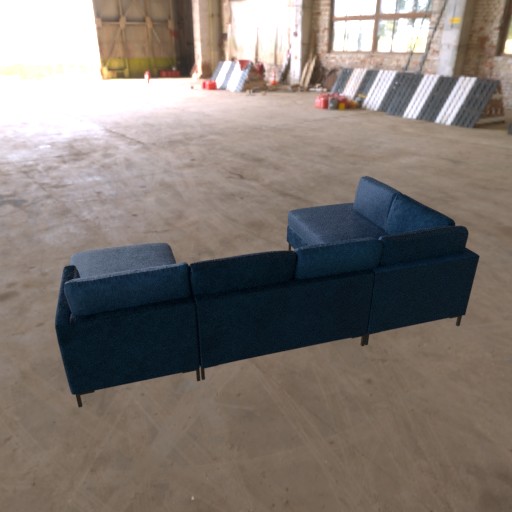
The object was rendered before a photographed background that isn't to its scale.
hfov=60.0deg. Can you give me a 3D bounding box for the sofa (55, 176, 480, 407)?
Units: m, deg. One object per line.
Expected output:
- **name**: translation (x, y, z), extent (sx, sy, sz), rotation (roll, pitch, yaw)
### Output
- **sofa**: translation (0.000, 0.000, 4.306), extent (3.434, 0.992, 2.055), rotation (-8, 27, -16)
